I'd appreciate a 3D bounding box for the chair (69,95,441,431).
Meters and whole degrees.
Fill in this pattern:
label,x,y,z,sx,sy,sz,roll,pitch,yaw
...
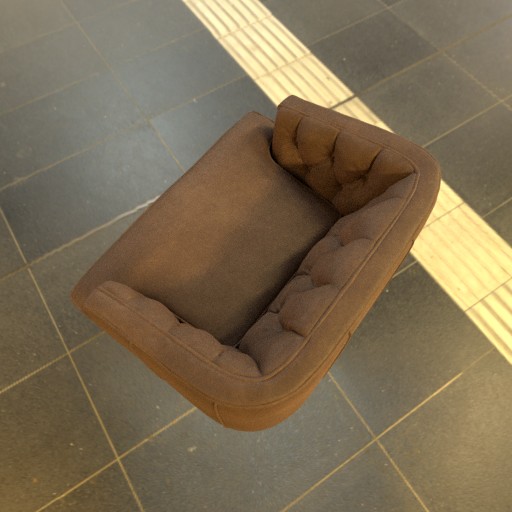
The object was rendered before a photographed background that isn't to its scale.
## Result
label,x,y,z,sx,sy,sz,roll,pitch,yaw
chair,0.000,0.000,1.687,0.914,0.787,1.118,34,69,15
